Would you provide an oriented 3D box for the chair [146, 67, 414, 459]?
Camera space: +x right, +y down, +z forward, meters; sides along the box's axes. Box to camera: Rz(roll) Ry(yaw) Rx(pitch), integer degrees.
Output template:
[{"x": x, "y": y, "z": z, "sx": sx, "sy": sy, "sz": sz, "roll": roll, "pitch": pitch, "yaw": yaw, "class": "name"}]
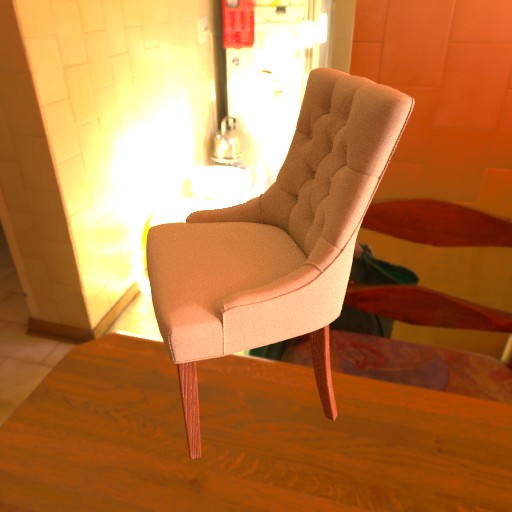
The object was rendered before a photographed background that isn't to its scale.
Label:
[{"x": 0.000, "y": 0.000, "z": 1.177, "sx": 0.565, "sy": 0.874, "sz": 0.509, "roll": -8, "pitch": 31, "yaw": -14, "class": "chair"}]
